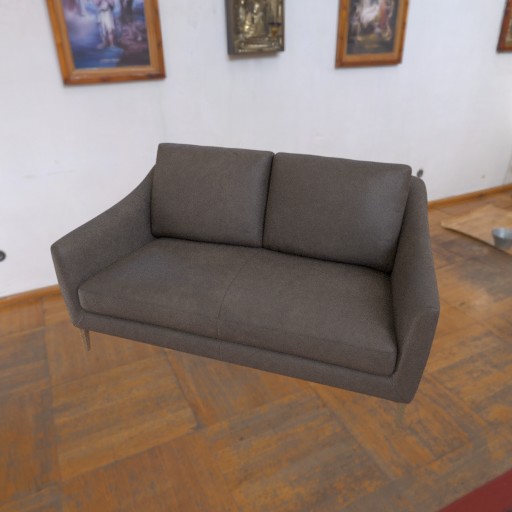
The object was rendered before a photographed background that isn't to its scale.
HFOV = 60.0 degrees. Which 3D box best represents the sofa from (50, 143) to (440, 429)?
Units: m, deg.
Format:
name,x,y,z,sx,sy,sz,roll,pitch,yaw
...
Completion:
name,x,y,z,sx,sy,sz,roll,pitch,yaw
sofa,0.000,0.000,2.160,1.619,0.902,0.960,9,28,17
